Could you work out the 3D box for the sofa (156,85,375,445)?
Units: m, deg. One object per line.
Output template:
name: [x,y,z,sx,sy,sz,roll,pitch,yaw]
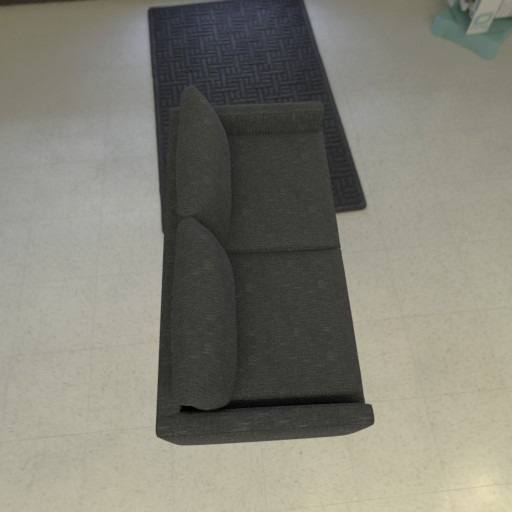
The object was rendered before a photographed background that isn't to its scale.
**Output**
sofa: [0.000,0.000,2.236,0.866,0.862,1.716,-3,64,-1]
